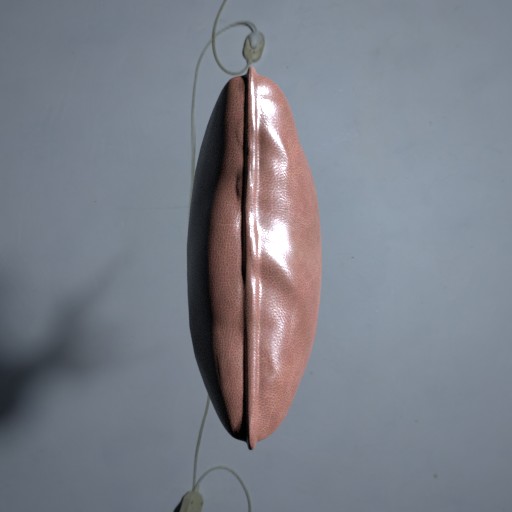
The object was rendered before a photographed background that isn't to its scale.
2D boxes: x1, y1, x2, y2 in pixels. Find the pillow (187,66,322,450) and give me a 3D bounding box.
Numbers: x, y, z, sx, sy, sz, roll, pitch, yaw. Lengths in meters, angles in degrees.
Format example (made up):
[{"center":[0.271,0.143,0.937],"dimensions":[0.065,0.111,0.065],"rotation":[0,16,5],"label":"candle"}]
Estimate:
[{"center":[0.000,0.000,0.835],"dimensions":[0.236,0.523,0.532],"rotation":[0,90,0],"label":"pillow"}]
